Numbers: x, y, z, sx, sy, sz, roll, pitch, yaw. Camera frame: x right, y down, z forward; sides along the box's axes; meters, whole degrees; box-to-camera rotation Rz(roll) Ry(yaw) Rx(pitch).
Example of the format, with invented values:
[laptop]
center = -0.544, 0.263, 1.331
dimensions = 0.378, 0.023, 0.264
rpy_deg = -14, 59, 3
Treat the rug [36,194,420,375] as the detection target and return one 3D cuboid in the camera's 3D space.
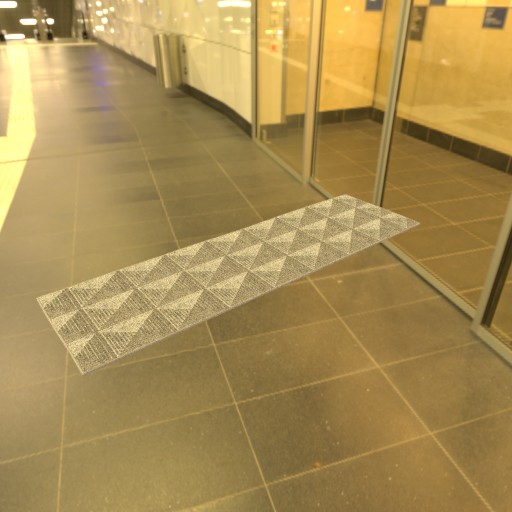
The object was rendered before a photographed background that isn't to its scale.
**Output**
[rug]
center = 0.000, 0.000, 2.489
dimensions = 2.182, 0.015, 0.645
rpy_deg = -21, 36, -32
